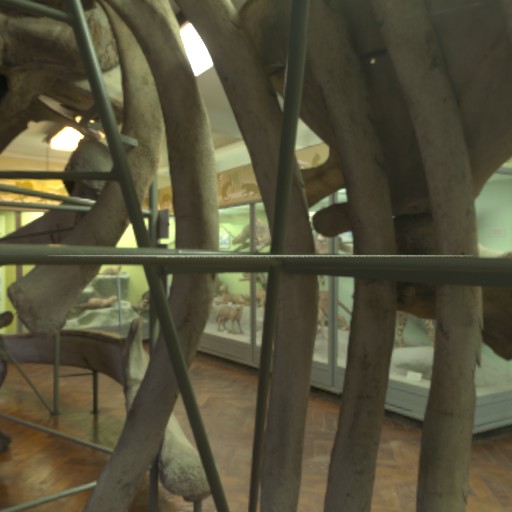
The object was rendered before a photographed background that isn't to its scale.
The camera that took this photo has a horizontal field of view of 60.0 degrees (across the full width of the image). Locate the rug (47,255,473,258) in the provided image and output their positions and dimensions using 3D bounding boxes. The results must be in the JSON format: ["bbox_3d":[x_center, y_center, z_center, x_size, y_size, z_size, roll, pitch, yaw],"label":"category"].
[{"bbox_3d":[0.000,0.000,4.037,3.037,0.010,2.453,0,0,-37],"label":"rug"}]
